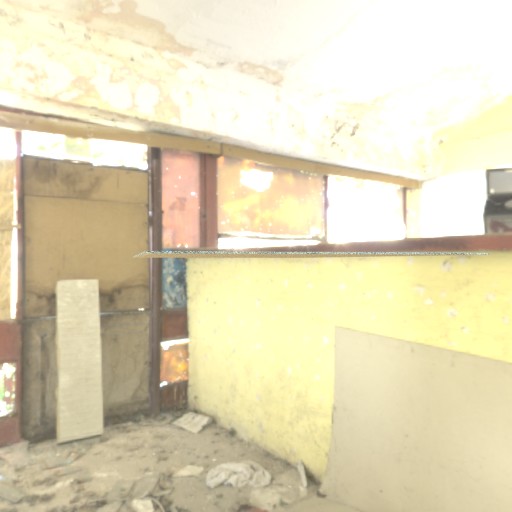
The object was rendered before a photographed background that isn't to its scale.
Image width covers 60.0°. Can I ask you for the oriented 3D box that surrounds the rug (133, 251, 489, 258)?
[{"bbox_3d":[0.000,0.000,2.193,1.142,0.006,1.752,0,-1,-17],"label":"rug"}]
